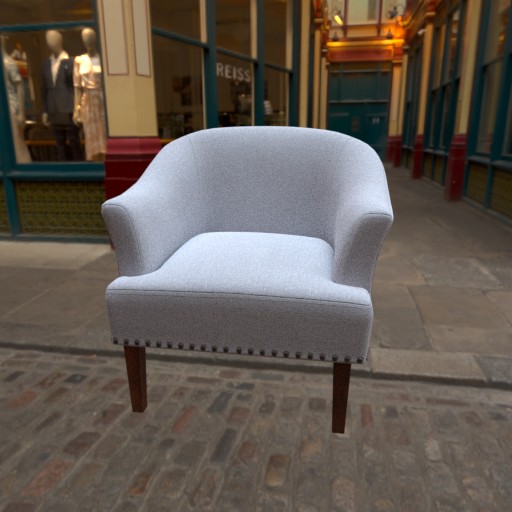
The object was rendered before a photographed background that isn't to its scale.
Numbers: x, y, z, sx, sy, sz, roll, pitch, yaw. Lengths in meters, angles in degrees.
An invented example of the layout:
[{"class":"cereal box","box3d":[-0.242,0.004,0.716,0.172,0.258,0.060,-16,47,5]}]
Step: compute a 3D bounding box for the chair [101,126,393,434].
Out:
[{"class":"chair","box3d":[0.000,0.000,1.443,0.798,0.815,0.704,3,16,9]}]
